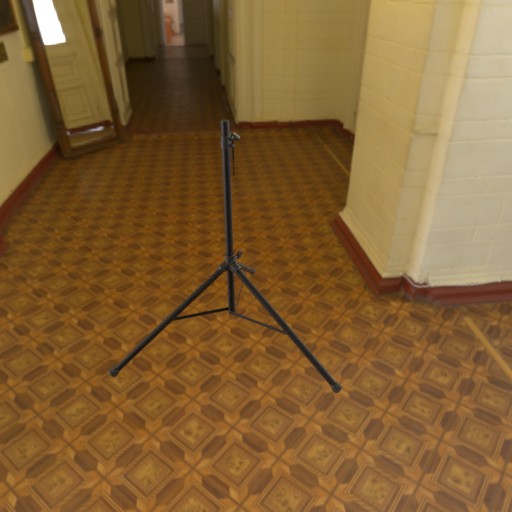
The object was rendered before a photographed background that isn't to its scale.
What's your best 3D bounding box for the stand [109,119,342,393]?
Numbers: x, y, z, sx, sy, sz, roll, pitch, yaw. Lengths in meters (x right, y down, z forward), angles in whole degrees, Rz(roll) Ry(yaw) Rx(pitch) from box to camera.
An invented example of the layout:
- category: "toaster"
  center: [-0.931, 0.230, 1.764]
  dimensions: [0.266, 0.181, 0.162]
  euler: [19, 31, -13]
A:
- category: "stand"
  center: [0.000, 0.000, 2.763]
  dimensions: [1.339, 1.595, 1.596]
  euler: [22, 37, 31]
